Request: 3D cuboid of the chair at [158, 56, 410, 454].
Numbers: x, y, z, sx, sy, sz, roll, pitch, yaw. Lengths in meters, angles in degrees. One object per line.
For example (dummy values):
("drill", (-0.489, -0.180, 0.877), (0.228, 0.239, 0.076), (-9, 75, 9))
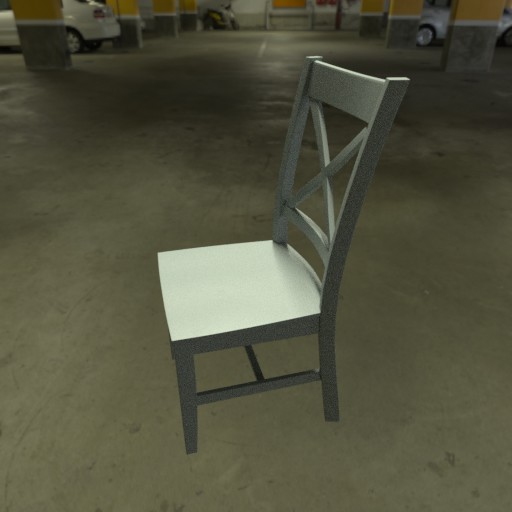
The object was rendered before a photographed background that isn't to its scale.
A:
("chair", (0.000, 0.000, 1.255), (0.542, 0.983, 0.485), (-8, 30, -13))
